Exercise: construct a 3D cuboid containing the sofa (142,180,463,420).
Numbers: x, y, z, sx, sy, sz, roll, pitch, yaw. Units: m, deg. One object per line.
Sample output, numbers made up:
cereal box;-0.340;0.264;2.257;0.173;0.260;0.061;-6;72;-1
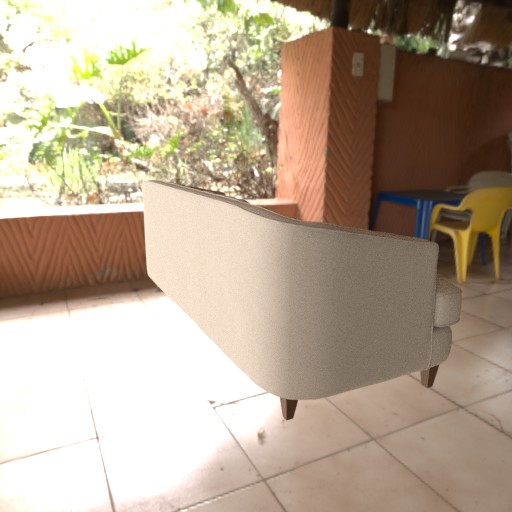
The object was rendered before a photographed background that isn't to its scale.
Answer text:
sofa;0.000;0.000;2.708;0.941;0.855;2.278;-7;16;-26
